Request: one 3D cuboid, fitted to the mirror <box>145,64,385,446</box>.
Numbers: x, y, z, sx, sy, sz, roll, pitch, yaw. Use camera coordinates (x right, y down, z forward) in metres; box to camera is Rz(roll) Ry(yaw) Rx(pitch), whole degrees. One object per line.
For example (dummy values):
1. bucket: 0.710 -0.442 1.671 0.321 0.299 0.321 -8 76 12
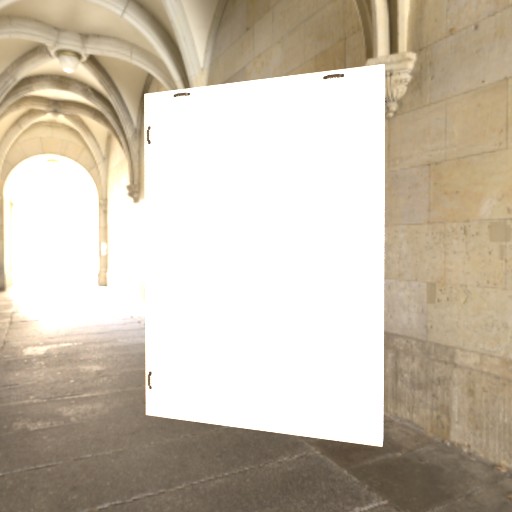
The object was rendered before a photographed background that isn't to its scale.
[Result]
1. mirror: 0.000 0.000 0.916 0.507 0.710 0.040 0 1 18
